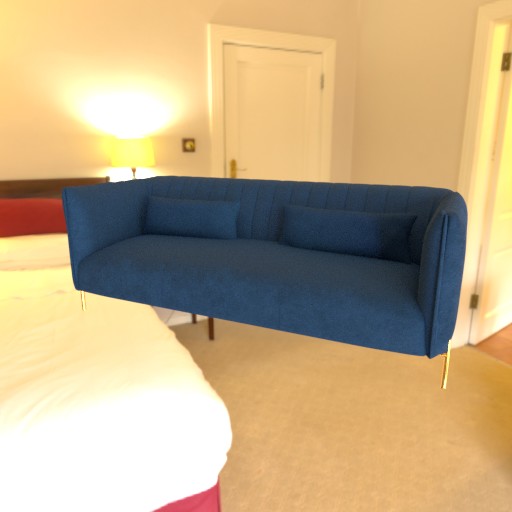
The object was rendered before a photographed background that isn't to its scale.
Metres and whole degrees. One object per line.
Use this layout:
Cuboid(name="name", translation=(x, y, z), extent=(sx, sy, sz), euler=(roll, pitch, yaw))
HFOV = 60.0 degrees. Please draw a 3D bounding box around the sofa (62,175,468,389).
Cuboid(name="sofa", translation=(0.000, 0.000, 2.526), extent=(2.136, 0.793, 0.896), euler=(7, 16, 24))
